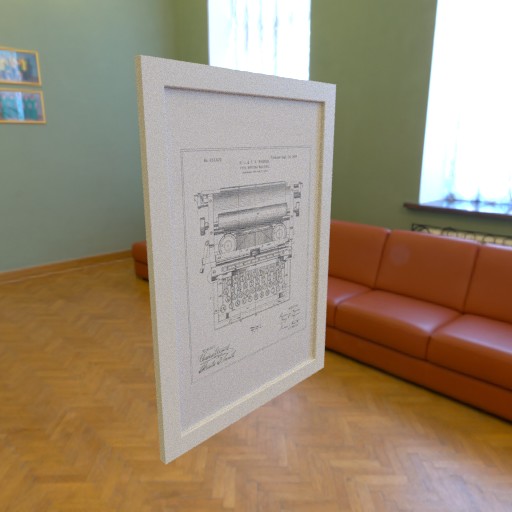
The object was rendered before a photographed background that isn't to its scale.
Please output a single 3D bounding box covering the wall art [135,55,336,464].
[{"bbox_3d":[0.000,0.000,0.693,0.013,0.533,0.381,14,20,42],"label":"wall art"}]
